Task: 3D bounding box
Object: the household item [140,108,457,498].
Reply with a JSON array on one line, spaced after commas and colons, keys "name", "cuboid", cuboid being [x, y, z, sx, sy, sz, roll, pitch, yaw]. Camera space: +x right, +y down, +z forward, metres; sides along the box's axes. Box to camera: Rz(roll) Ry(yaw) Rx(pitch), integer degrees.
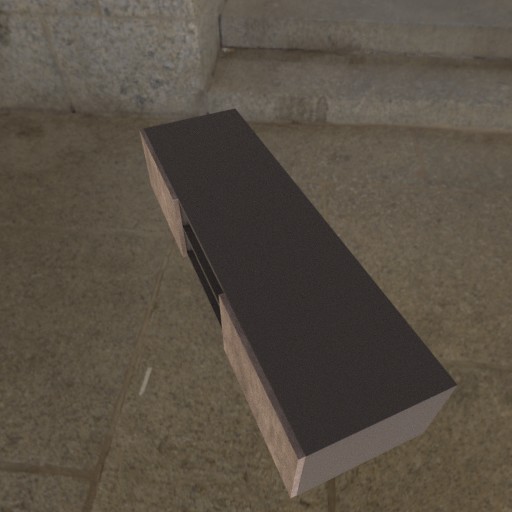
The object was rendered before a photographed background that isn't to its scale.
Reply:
[{"name": "household item", "cuboid": [0.000, 0.000, 1.532, 0.420, 0.310, 1.400, -18, 50, -16]}]
